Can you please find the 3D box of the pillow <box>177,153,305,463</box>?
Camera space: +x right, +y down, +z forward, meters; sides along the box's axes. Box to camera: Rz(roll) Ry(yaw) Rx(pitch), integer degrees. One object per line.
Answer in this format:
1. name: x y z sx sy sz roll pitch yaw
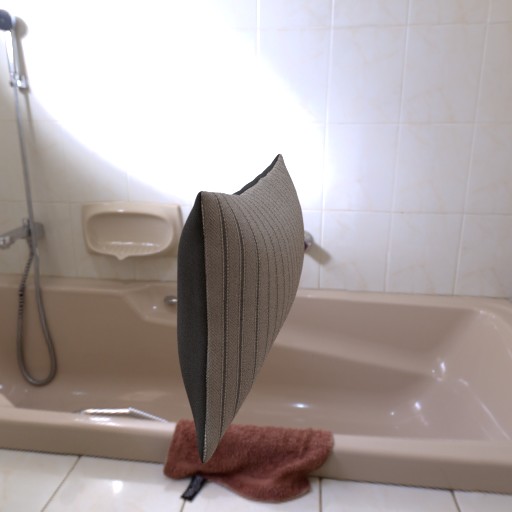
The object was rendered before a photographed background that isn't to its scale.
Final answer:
1. pillow: 0.000 0.000 0.724 0.151 0.305 0.609 3 15 9
